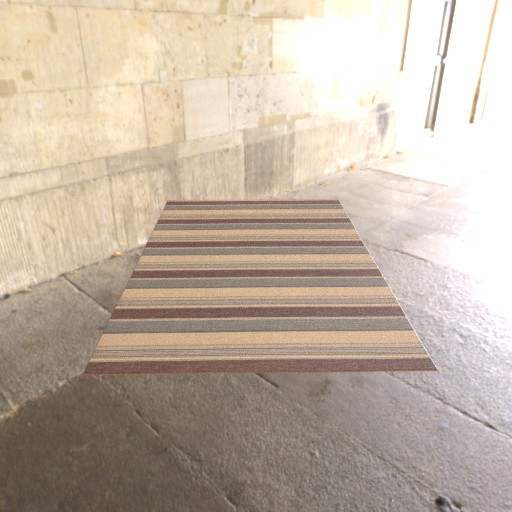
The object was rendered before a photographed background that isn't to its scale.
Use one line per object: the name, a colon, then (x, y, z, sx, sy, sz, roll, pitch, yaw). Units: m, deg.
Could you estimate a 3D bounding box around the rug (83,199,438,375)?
rug: (0.000, 0.000, 2.337, 1.219, 0.008, 1.829, 0, 26, -1)
